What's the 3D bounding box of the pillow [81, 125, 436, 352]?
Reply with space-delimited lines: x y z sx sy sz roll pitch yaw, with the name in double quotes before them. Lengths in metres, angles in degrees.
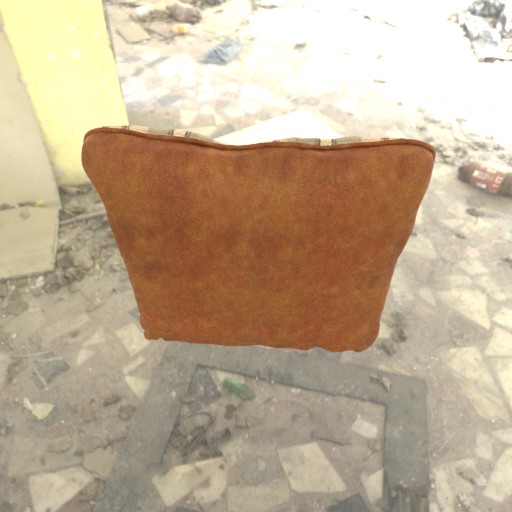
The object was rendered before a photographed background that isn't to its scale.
"pillow" 0.000 0.000 0.769 0.489 0.490 0.130 3 47 3
